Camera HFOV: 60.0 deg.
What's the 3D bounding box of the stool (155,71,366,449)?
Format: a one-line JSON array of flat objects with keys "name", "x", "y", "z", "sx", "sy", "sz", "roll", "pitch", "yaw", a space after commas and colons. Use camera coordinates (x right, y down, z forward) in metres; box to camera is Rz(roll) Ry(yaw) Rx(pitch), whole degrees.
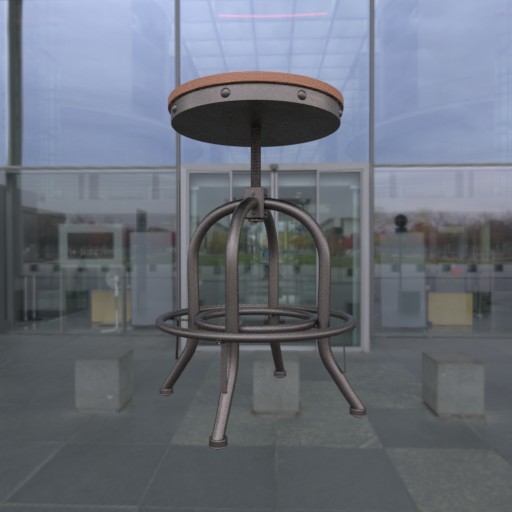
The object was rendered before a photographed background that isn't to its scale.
[{"name": "stool", "x": 0.000, "y": 0.000, "z": 0.901, "sx": 0.439, "sy": 0.609, "sz": 0.439, "roll": 0, "pitch": 1, "yaw": 17}]
